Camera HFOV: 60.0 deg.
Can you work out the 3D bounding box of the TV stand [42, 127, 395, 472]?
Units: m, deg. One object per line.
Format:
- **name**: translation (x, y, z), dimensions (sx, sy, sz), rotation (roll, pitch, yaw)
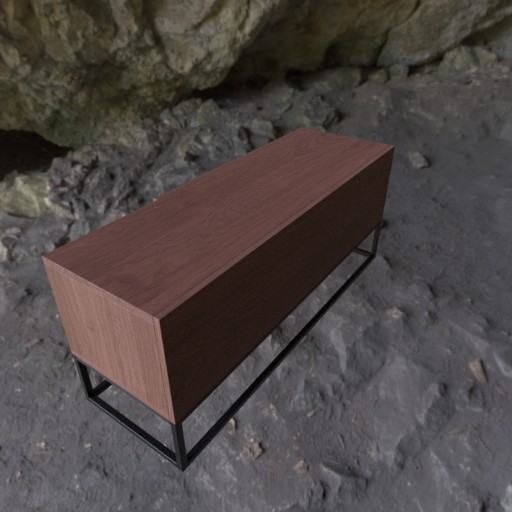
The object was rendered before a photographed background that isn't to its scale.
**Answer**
- **TV stand**: translation (0.000, 0.000, 1.475), dimensions (0.415, 0.500, 1.200), rotation (21, 38, 29)
